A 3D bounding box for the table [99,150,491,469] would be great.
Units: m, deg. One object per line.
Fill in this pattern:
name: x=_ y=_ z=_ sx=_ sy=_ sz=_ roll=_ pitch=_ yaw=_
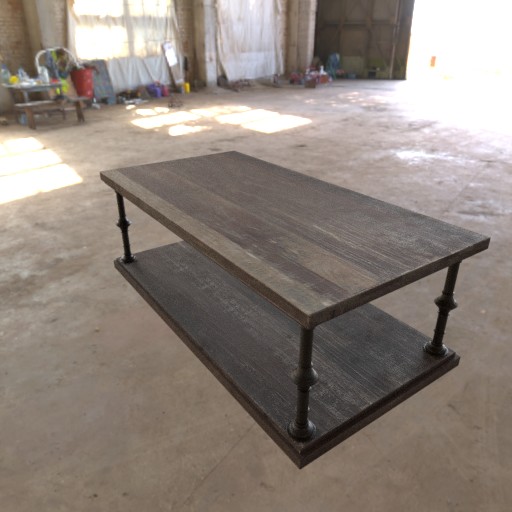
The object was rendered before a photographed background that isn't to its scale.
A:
table: x=0.000 y=0.000 z=1.357 sx=0.554 sy=0.373 sz=1.088 roll=-17 pitch=31 yaw=-31
